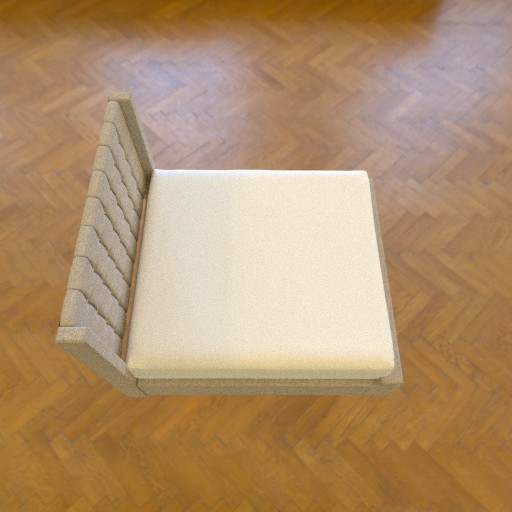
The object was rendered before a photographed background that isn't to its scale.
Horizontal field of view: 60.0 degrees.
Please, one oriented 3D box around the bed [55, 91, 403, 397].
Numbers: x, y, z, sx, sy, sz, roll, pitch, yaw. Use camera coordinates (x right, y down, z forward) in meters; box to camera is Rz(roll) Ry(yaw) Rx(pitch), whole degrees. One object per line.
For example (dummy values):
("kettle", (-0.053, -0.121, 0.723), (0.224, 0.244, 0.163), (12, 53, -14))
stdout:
("bed", (0.000, 0.000, 3.798), (2.372, 1.748, 2.044), (0, 62, 0))
